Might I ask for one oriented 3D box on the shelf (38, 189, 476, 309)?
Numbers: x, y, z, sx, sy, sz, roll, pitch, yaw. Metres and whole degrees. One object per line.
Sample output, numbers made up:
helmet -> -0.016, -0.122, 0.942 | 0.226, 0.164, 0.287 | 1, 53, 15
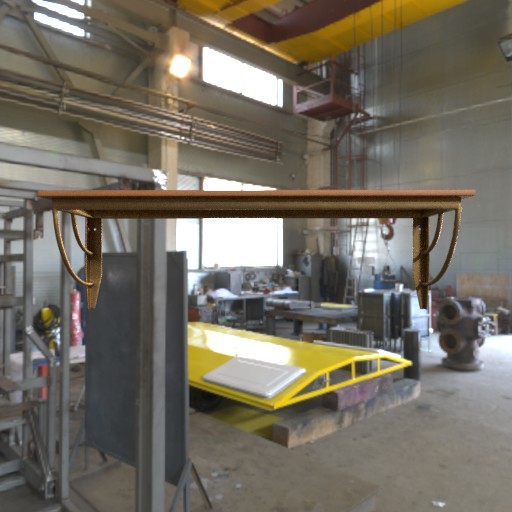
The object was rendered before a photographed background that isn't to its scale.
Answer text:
shelf -> 0.000, 0.000, 0.725 | 0.636, 0.190, 0.166 | 0, -1, 1
